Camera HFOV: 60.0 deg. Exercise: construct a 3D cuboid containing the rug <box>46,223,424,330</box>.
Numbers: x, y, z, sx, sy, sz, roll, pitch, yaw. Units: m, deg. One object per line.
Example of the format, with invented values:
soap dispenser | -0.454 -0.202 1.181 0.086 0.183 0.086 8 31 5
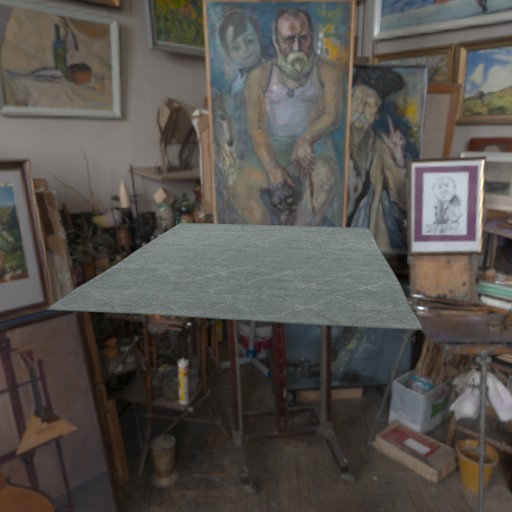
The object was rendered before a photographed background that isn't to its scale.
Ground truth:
rug | 0.000 0.000 4.237 2.438 0.013 3.048 2 15 7
